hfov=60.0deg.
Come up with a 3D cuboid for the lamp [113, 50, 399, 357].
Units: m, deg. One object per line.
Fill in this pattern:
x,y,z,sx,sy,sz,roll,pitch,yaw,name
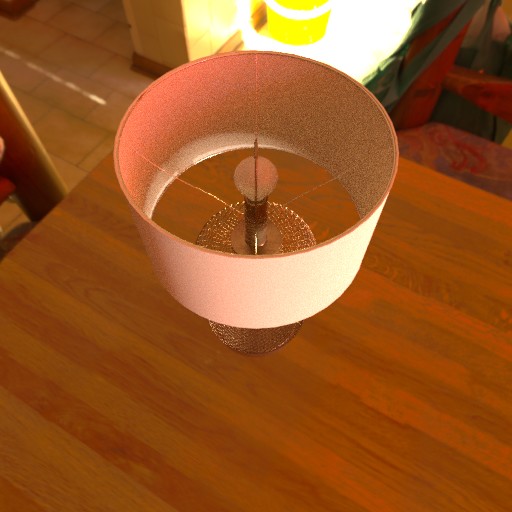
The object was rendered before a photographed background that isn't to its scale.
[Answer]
0.000,0.000,0.801,0.353,0.578,0.353,0,59,0,lamp
